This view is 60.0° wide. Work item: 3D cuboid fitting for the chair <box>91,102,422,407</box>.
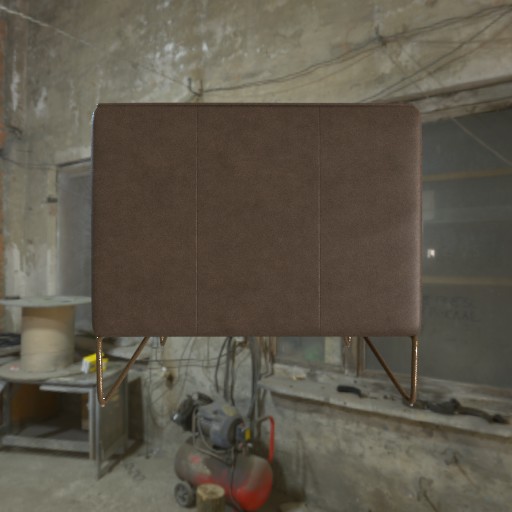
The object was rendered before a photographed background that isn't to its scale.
[{"bbox_3d":[0.000,0.000,1.572,0.880,0.790,0.894,0,-1,0],"label":"chair"}]
